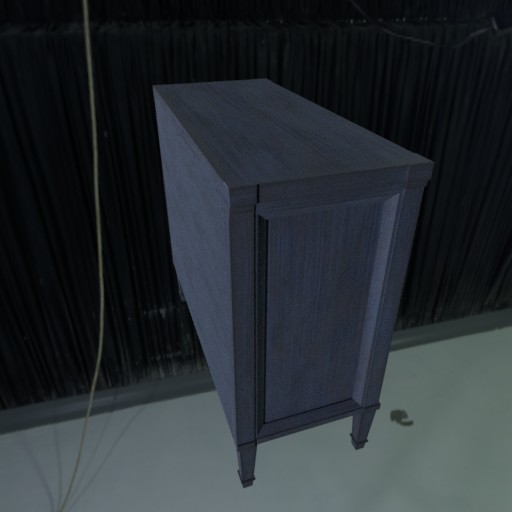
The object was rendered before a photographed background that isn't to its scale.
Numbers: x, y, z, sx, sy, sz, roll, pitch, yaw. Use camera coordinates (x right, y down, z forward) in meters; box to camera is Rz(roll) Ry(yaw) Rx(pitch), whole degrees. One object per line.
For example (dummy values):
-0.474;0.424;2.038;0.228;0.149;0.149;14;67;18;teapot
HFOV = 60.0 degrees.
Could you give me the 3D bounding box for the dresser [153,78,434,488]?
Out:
0.000;0.000;1.561;0.463;0.986;1.049;-10;33;-16;dresser
